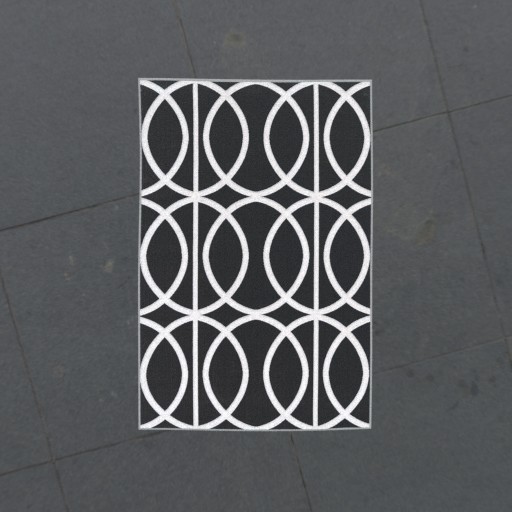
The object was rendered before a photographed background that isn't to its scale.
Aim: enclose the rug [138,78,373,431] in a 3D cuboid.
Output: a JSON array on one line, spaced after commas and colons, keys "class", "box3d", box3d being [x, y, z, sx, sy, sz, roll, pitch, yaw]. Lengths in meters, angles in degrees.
[{"class": "rug", "box3d": [0.000, 0.000, 2.881, 1.526, 0.014, 2.290, 0, 91, -1]}]
